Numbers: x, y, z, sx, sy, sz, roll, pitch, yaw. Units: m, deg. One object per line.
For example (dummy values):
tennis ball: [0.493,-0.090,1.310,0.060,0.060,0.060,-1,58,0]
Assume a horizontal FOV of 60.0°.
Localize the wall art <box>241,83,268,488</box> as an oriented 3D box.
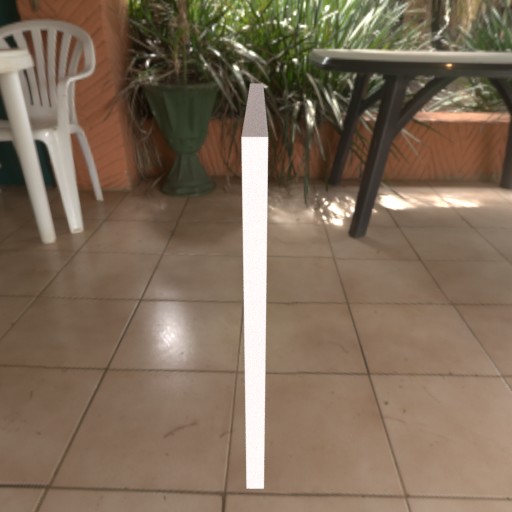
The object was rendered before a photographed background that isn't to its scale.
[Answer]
wall art: [0.000,0.000,1.144,0.038,0.762,0.762,0,27,0]
